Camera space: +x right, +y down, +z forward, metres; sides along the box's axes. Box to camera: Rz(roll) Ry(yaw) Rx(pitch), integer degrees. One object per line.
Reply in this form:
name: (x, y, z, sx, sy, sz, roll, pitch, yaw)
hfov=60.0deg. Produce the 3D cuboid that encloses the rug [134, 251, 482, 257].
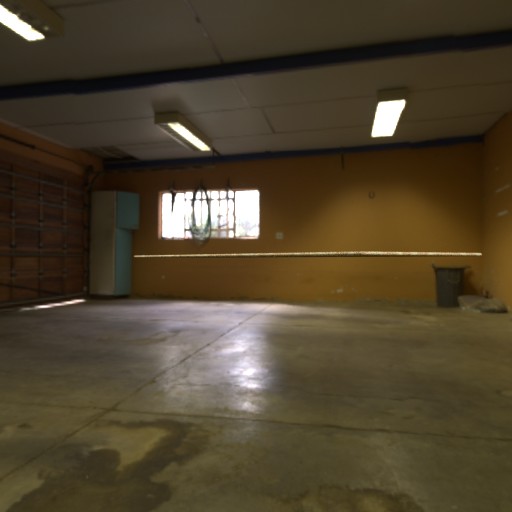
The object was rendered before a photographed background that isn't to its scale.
rug: (0.000, 0.000, 2.563, 0.691, 0.013, 2.289, 0, 0, -33)
